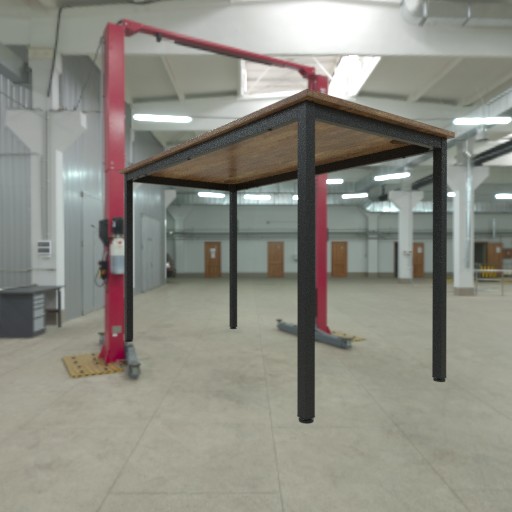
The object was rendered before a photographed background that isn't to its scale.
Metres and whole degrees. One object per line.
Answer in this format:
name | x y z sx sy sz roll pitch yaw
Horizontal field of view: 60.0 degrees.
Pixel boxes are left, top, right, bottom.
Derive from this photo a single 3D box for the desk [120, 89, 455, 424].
desk | 0.000 0.000 1.635 0.600 0.749 1.200 0 1 -36
